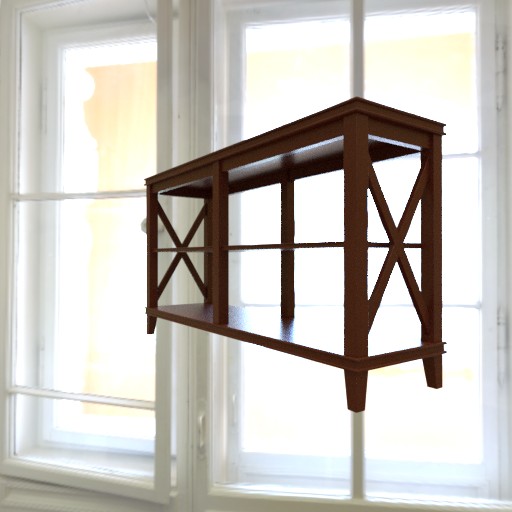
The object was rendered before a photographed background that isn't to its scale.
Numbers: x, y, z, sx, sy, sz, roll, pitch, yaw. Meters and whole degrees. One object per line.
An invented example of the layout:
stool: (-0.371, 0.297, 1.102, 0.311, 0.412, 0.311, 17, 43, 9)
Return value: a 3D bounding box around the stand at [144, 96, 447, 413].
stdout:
stand: (0.000, 0.000, 1.727, 0.381, 0.762, 1.372, 0, 0, -35)
